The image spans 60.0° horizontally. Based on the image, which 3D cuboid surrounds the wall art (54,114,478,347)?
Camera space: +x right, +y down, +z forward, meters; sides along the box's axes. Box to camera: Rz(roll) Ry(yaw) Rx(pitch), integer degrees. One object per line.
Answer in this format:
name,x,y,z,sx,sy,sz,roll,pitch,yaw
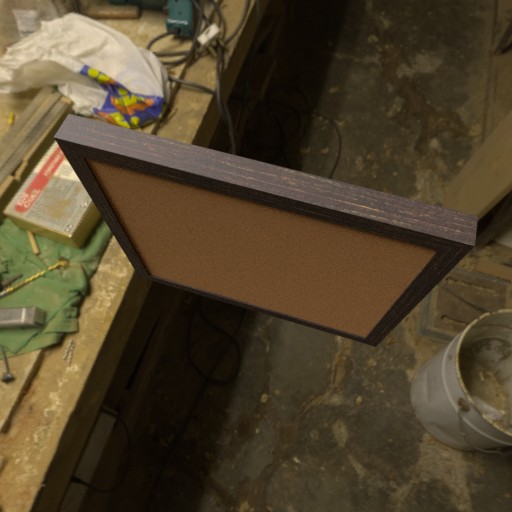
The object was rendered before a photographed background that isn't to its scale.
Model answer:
wall art,0.000,0.000,0.539,0.381,0.330,0.031,16,65,7
